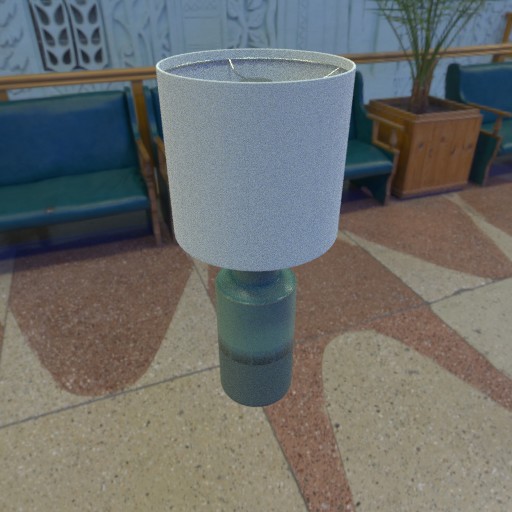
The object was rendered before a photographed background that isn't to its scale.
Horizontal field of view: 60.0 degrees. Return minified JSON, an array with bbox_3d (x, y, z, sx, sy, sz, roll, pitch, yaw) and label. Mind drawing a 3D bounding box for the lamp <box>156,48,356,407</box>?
[{"bbox_3d":[0.000,0.000,0.609,0.212,0.493,0.212,-11,34,-16],"label":"lamp"}]
